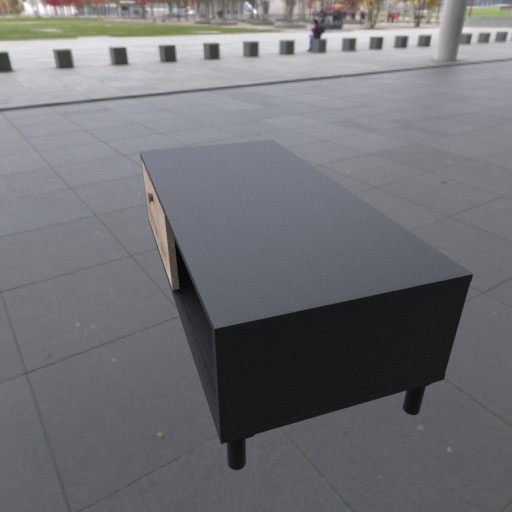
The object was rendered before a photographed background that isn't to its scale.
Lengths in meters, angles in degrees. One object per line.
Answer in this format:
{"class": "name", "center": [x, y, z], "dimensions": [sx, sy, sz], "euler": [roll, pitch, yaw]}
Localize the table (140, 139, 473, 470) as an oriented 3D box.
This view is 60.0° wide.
{"class": "table", "center": [0.000, 0.000, 1.348], "dimensions": [0.550, 0.400, 1.100], "euler": [-10, 30, -17]}
